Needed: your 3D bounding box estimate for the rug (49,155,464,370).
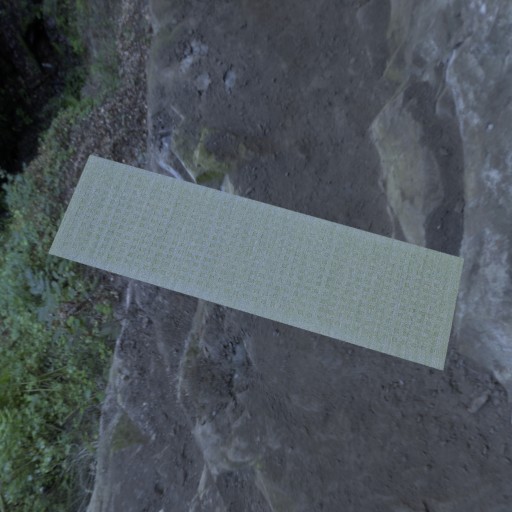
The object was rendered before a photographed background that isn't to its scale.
[{"bbox_3d":[0.000,0.000,2.701,2.437,0.006,0.686,16,77,4],"label":"rug"}]
